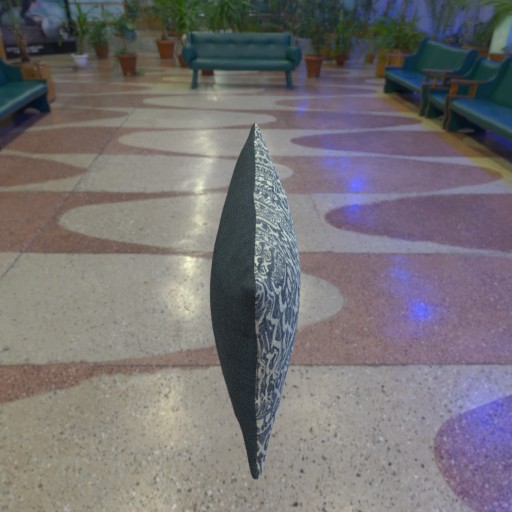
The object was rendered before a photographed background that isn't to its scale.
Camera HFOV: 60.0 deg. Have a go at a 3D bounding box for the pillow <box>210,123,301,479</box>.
[{"bbox_3d":[0.000,0.000,0.761,0.148,0.292,0.631,0,31,0],"label":"pillow"}]
